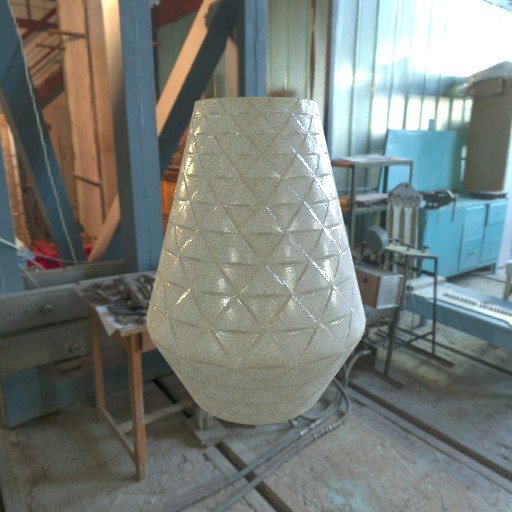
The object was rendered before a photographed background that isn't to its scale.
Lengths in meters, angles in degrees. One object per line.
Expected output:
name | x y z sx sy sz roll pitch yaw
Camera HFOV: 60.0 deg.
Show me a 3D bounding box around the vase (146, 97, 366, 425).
vase | 0.000 0.000 0.350 0.175 0.230 0.175 0 15 0
